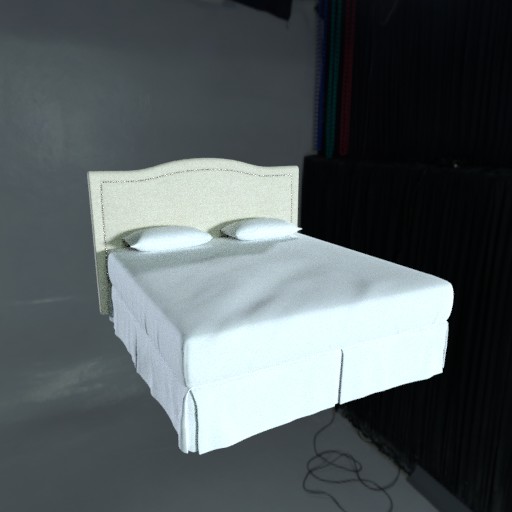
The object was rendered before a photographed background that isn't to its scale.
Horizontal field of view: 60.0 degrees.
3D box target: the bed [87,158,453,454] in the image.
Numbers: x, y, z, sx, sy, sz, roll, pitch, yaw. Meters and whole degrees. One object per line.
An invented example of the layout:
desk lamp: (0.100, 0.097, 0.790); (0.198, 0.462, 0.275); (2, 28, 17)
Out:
bed: (0.000, 0.000, 3.428); (2.083, 1.421, 2.182); (-7, 16, -27)
